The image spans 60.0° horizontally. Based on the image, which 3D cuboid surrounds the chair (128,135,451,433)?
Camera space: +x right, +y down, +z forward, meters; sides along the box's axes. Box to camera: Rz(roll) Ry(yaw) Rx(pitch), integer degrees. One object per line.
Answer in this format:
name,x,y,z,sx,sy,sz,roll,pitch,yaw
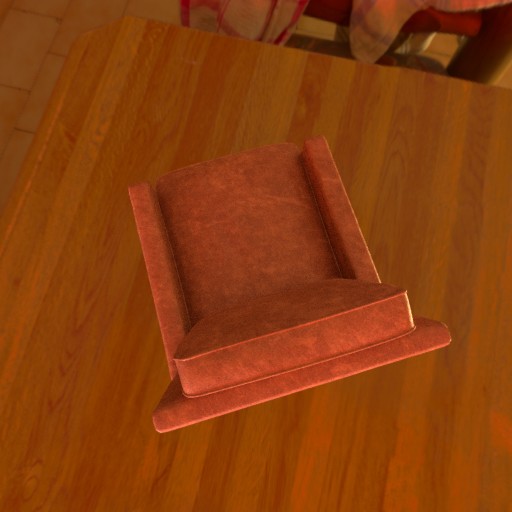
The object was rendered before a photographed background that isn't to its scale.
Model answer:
chair,0.000,0.000,1.765,0.854,1.054,1.035,-16,75,-4
